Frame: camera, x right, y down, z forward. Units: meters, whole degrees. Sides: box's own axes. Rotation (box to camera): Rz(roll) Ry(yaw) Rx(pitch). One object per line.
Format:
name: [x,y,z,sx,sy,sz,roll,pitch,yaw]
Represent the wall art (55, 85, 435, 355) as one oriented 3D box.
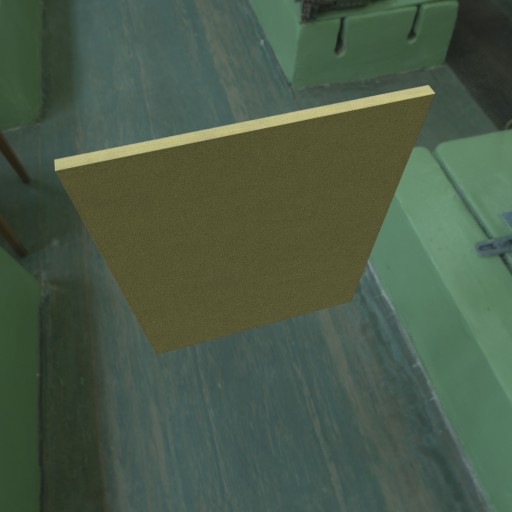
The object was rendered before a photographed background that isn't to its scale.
wall art: [0.000,0.000,1.327,0.798,1.002,0.030,-14,59,-9]
